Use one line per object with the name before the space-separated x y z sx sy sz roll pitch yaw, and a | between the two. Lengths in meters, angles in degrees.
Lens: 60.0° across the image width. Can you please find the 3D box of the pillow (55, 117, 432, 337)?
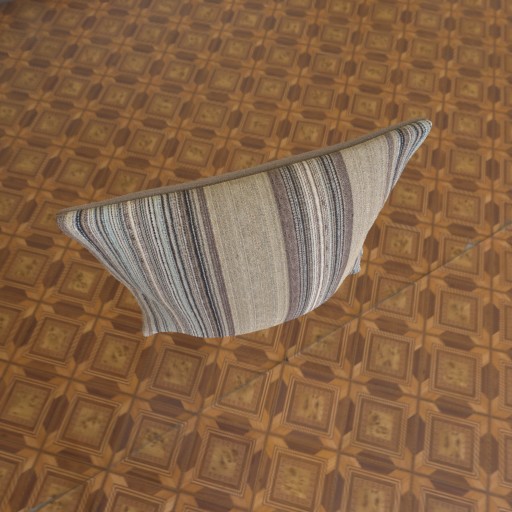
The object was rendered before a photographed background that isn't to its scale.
pillow | 0.000 0.000 0.661 0.435 0.416 0.189 -16 64 -8
